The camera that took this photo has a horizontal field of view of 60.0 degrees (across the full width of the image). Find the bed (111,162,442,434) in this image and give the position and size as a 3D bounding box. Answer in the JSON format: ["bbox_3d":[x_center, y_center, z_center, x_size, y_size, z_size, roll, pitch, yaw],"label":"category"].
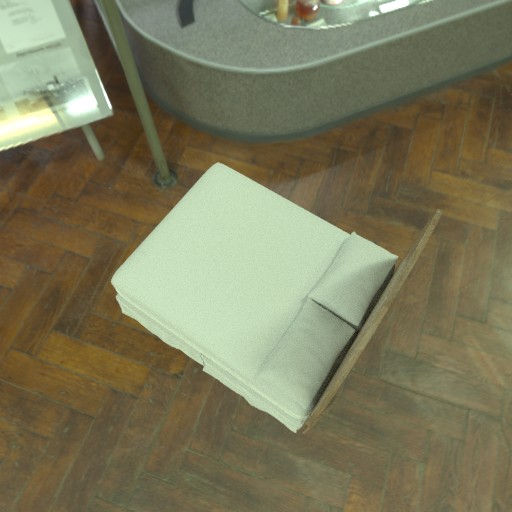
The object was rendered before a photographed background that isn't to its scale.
[{"bbox_3d":[0.000,0.000,3.556,2.112,2.002,1.713,31,67,15],"label":"bed"}]
